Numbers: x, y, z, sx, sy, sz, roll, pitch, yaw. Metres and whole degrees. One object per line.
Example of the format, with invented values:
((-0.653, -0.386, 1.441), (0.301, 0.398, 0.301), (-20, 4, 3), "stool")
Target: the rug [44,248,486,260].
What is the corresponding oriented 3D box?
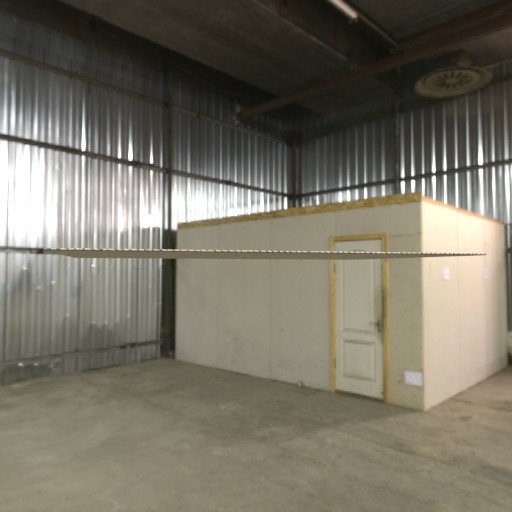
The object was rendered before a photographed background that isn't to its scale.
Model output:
((0.000, 0.000, 2.187), (1.752, 0.008, 1.144), (0, -2, -17), "rug")
